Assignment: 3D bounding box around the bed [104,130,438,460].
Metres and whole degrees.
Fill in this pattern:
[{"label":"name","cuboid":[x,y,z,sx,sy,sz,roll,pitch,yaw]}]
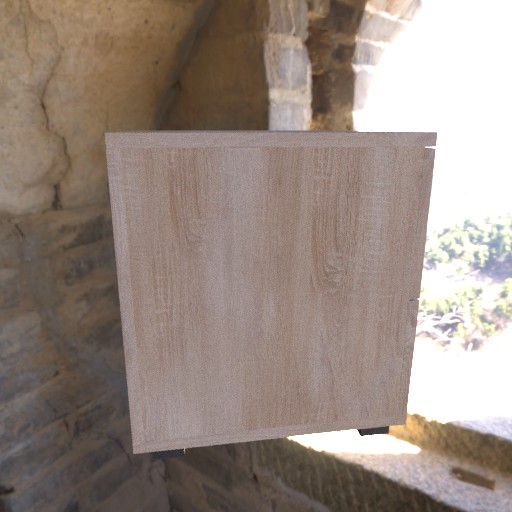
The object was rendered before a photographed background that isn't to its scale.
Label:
[{"label":"bed","cuboid":[0.000,0.000,0.775,0.401,0.420,0.460,-3,16,-9]}]
